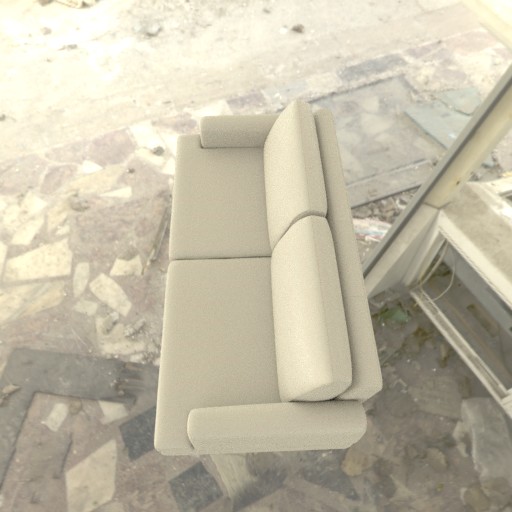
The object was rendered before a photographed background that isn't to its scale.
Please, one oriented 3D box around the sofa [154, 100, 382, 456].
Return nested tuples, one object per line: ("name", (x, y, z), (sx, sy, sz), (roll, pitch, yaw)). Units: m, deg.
("sofa", (0.000, 0.000, 2.424), (0.974, 0.765, 1.940), (-2, 59, -1))
